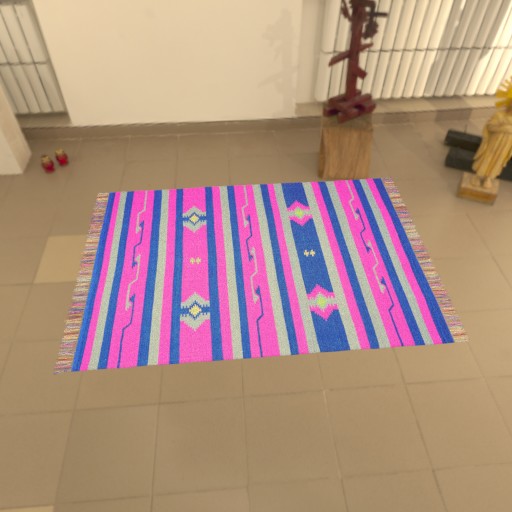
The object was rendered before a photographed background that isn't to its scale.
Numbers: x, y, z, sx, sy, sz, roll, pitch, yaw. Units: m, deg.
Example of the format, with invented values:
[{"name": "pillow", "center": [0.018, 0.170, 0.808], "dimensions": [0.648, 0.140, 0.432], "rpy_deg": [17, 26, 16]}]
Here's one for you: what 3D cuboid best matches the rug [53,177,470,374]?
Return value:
[{"name": "rug", "center": [0.000, 0.000, 2.973], "dimensions": [2.350, 0.013, 1.539], "rpy_deg": [-4, 47, -3]}]
